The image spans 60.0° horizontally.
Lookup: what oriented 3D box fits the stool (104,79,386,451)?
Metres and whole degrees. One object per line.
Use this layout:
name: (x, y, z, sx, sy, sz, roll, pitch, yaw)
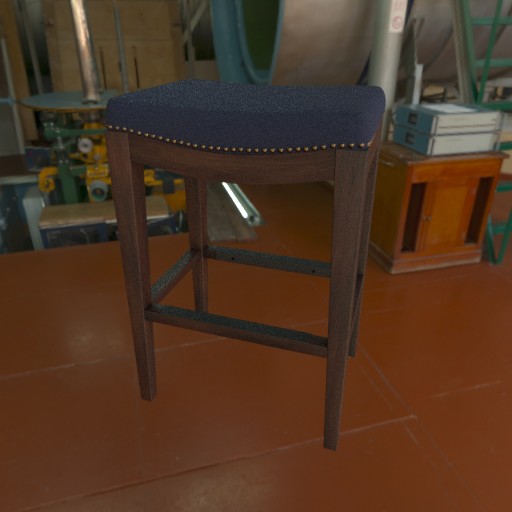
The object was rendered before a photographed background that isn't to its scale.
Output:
stool: (0.000, 0.000, 1.042, 0.498, 0.740, 0.358, 9, 29, 16)
